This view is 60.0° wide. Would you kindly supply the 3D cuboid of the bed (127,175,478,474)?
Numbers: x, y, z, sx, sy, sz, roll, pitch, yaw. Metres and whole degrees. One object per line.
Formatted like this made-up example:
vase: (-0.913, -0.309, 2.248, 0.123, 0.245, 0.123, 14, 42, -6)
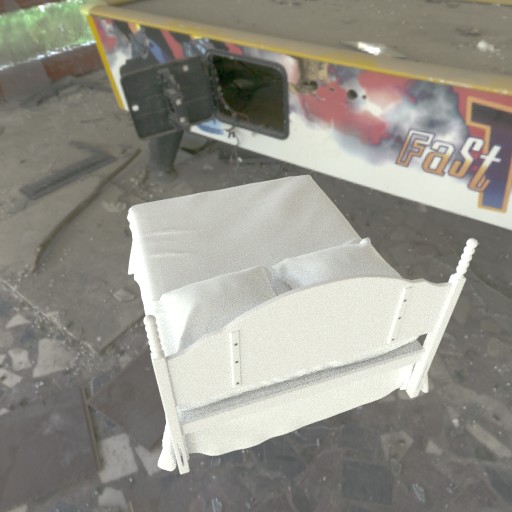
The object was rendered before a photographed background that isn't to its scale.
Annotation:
bed: (0.000, 0.000, 3.146, 1.873, 1.356, 2.040, -12, 42, -14)
